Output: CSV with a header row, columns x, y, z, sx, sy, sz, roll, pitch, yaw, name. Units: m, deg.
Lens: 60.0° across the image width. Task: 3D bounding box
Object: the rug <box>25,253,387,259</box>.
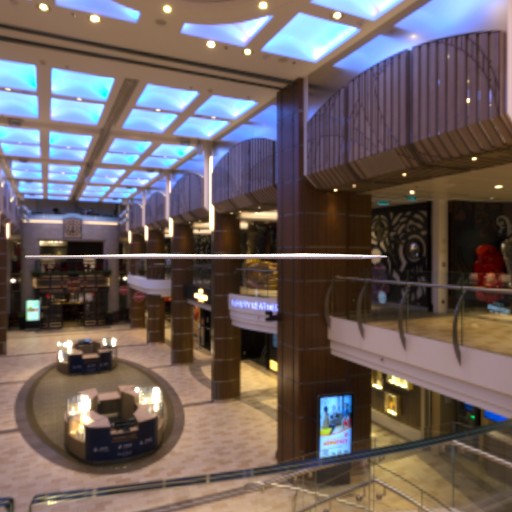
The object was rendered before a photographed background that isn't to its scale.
x,y,z,sx,sy,sz,roll,pitch,yaw,name
0.000,0.000,3.155,1.706,0.026,2.438,0,0,19,rug
